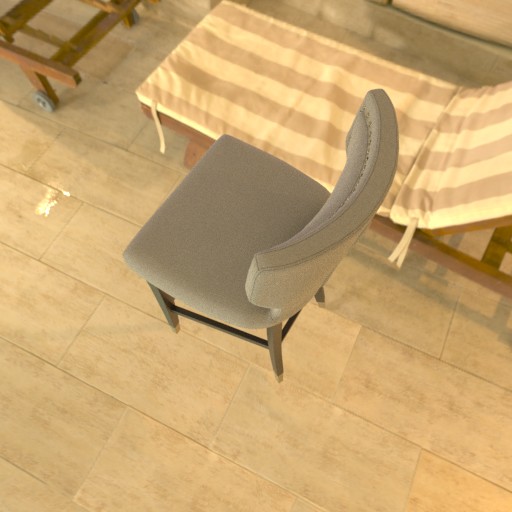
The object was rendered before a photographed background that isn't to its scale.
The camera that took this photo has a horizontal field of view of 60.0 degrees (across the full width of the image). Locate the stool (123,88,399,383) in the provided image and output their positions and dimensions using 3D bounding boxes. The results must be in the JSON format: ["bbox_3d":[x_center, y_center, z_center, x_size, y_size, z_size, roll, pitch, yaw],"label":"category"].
[{"bbox_3d":[0.000,0.000,1.368,0.563,1.092,0.526,29,67,14],"label":"stool"}]
